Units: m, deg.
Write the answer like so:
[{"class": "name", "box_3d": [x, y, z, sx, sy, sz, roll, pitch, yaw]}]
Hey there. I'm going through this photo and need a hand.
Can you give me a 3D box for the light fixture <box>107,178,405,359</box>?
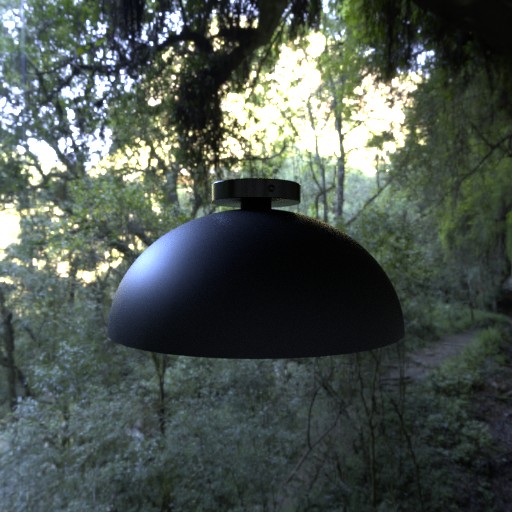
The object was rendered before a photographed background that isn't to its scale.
[{"class": "light fixture", "box_3d": [0.000, 0.000, 0.558, 0.355, 0.177, 0.355, 0, 0, 0]}]
